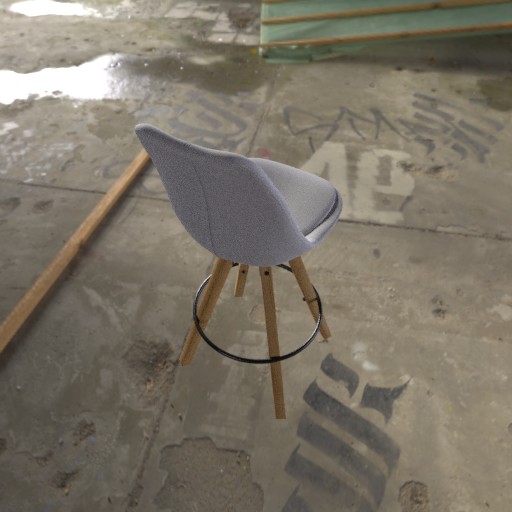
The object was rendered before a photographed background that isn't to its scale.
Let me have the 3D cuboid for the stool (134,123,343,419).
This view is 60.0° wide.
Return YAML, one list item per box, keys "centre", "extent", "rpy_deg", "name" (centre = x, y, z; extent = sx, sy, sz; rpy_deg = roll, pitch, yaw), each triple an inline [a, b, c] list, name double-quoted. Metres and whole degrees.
- centre: [0.000, 0.000, 1.416]
  extent: [0.484, 1.115, 0.550]
  rpy_deg: [23, 50, 21]
  name: "stool"
